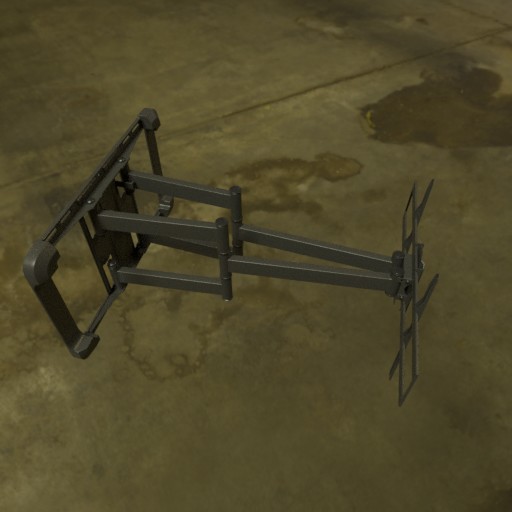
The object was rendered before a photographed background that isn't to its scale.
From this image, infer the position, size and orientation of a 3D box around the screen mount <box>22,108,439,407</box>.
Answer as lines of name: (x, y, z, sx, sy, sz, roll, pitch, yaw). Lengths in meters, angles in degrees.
screen mount: (0.000, 0.000, 1.317, 0.905, 0.483, 0.725, 10, 48, 9)
